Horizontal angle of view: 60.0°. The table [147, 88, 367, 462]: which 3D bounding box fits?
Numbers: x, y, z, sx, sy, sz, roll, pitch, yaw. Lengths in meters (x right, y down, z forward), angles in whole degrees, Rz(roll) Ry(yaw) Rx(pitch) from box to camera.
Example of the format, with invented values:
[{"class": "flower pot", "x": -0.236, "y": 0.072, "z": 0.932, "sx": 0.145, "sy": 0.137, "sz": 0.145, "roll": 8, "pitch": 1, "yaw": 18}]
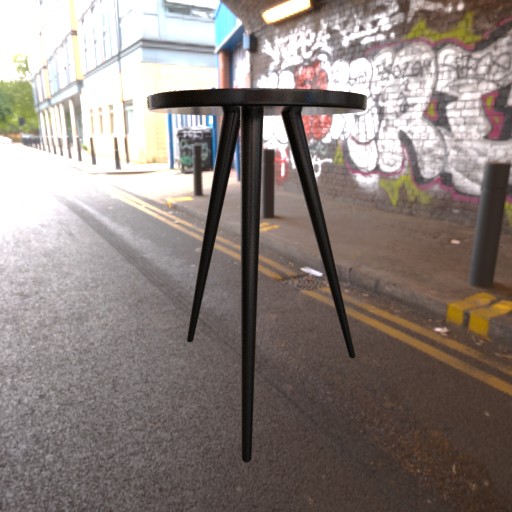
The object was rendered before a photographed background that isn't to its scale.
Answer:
[{"class": "table", "x": 0.000, "y": 0.000, "z": 0.811, "sx": 0.403, "sy": 0.548, "sz": 0.415, "roll": 3, "pitch": 16, "yaw": 9}]
